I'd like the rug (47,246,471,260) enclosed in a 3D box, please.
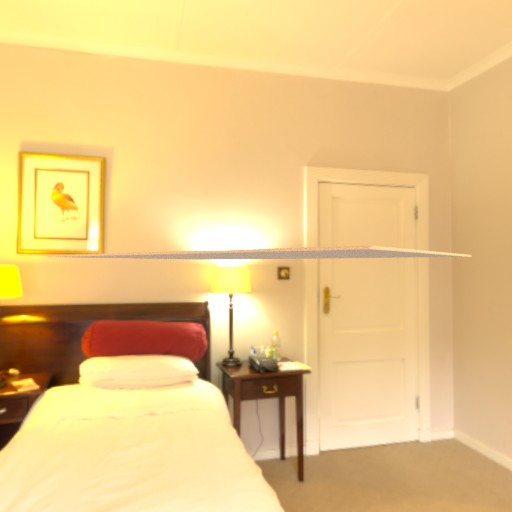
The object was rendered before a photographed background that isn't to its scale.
[{"bbox_3d":[0.000,0.000,2.723,2.134,0.013,1.524,-1,-2,37],"label":"rug"}]
